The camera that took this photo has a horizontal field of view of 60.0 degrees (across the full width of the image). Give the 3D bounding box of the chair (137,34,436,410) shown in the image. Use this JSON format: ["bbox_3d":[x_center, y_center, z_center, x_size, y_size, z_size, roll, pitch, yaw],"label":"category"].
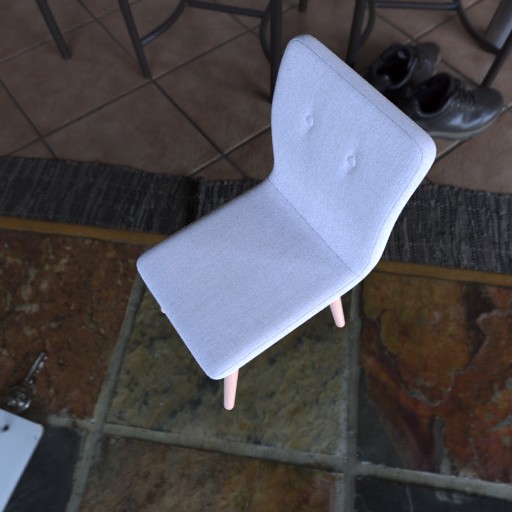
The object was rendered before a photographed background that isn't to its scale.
[{"bbox_3d":[0.000,0.000,1.177,0.550,0.885,0.435,-33,67,-15],"label":"chair"}]
